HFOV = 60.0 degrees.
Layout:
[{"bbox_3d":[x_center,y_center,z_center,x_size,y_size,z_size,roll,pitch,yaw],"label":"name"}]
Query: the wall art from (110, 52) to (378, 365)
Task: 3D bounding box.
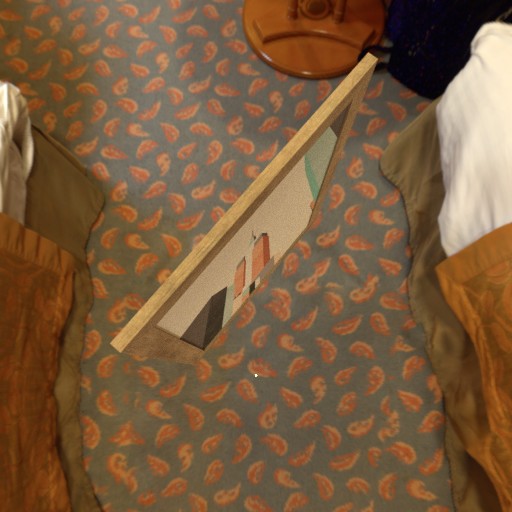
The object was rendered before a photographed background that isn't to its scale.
[{"bbox_3d":[0.000,0.000,0.916,0.018,0.686,0.534,38,78,9],"label":"wall art"}]
